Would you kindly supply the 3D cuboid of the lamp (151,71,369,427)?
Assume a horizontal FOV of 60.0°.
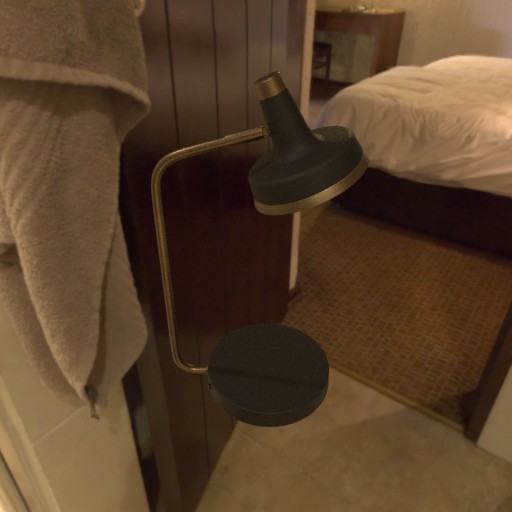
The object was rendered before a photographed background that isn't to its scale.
[{"bbox_3d":[0.000,0.000,0.494,0.218,0.385,0.162,0,33,0],"label":"lamp"}]
